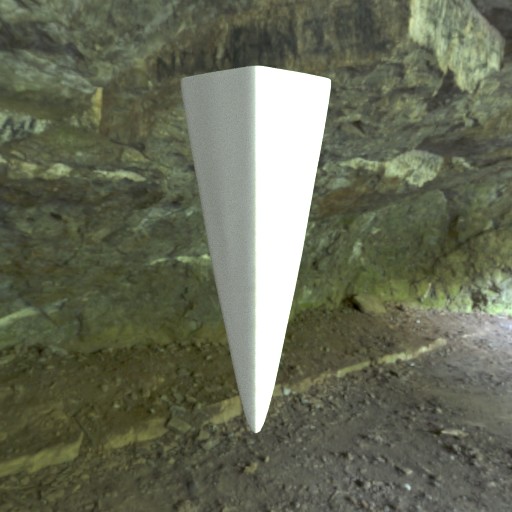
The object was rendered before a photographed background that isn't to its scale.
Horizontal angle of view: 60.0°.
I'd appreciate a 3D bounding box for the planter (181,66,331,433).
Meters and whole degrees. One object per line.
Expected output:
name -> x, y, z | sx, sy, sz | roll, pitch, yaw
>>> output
planter -> 0.000, 0.000, 0.395 | 0.143, 0.338, 0.065 | 0, 0, 0
